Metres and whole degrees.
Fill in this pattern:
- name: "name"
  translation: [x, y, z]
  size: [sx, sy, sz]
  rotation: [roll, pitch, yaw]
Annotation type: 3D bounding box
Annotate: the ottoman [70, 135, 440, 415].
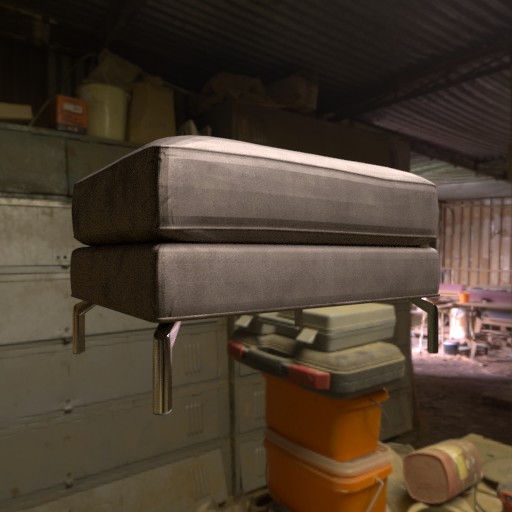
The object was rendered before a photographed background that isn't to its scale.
- name: "ottoman"
  translation: [0.000, 0.000, 1.043]
  size: [0.719, 0.456, 0.520]
  rotation: [0, 0, -35]
